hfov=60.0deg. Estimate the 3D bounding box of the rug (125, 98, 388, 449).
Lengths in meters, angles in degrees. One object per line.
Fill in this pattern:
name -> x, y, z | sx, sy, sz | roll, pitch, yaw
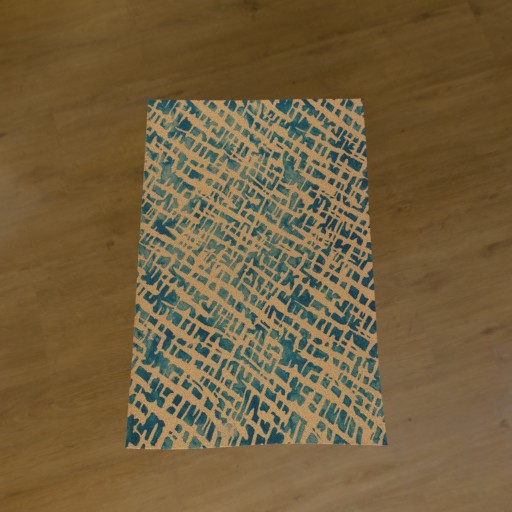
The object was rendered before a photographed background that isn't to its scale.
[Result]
rug -> 0.000, 0.000, 2.268 | 1.209, 0.011, 1.830 | 0, 75, 0
